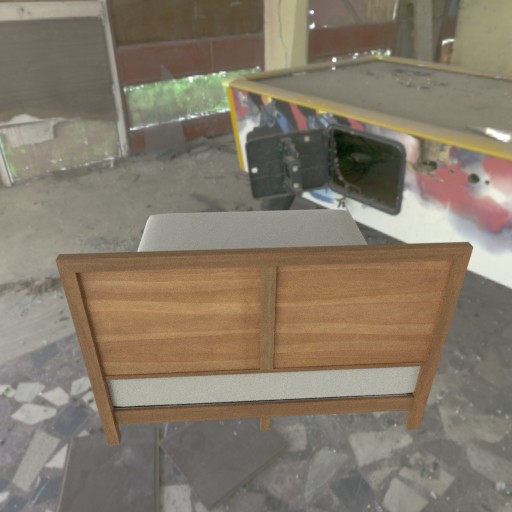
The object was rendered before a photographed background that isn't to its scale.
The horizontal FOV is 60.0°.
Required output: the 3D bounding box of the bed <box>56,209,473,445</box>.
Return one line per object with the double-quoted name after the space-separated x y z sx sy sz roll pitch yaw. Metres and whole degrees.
0.000 0.000 3.410 2.003 1.387 2.184 -2 32 -3 "bed"
